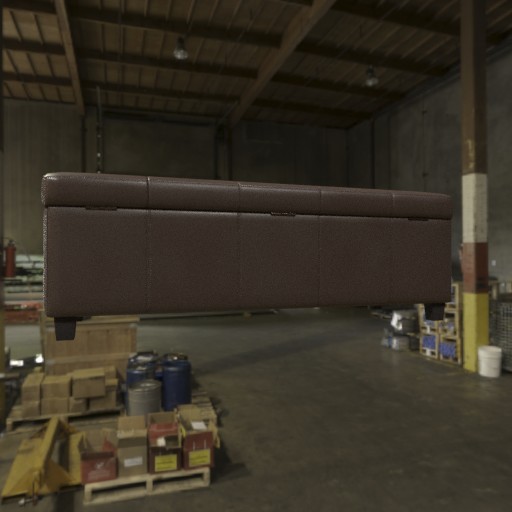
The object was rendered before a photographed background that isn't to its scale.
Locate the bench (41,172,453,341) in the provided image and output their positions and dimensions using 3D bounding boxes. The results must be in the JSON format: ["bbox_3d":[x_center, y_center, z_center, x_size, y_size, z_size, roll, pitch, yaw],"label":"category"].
[{"bbox_3d":[0.000,0.000,1.434,1.219,0.417,0.450,0,0,-18],"label":"bench"}]
